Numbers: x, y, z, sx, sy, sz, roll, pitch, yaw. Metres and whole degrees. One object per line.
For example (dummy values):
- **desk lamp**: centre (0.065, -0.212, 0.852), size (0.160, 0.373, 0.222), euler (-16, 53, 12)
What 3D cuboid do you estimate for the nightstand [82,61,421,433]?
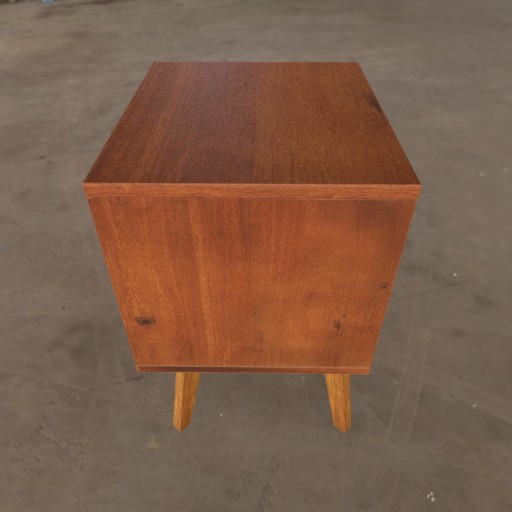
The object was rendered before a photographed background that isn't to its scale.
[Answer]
- **nightstand**: centre (0.000, 0.000, 0.902), size (0.411, 0.618, 0.460), euler (0, 41, 0)
